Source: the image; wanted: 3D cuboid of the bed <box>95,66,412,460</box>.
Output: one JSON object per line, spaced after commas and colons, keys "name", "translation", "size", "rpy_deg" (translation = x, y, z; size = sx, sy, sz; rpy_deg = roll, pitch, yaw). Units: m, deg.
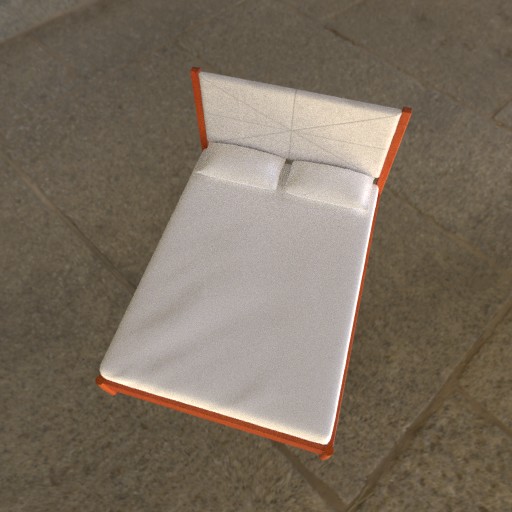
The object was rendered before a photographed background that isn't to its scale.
{"name": "bed", "translation": [0.000, 0.000, 3.038], "size": [1.566, 1.165, 2.117], "rpy_deg": [14, 60, 8]}
